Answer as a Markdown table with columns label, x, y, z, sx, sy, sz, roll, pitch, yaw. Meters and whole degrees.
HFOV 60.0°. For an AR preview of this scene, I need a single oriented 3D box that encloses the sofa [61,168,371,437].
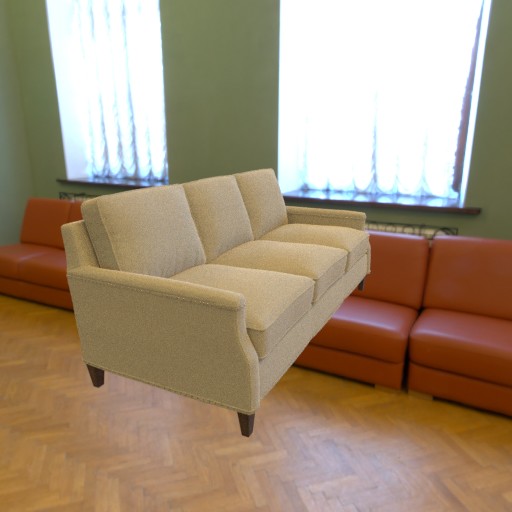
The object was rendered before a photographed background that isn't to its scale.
| label | x | y | z | sx | sy | sz | roll | pitch | yaw |
| --- | --- | --- | --- | --- | --- | --- | --- | --- | --- |
| sofa | 0.000 | 0.000 | 2.943 | 1.084 | 1.003 | 2.246 | 8 | 17 | 25 |
